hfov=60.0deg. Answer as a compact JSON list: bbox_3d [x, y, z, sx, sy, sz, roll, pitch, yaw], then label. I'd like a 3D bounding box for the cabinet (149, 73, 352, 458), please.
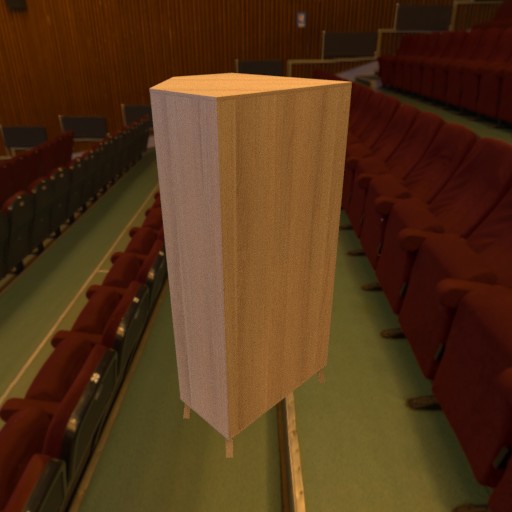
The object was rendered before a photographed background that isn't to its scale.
[{"bbox_3d":[0.000,0.000,2.669,0.969,1.957,1.272,0,26,0],"label":"cabinet"}]
